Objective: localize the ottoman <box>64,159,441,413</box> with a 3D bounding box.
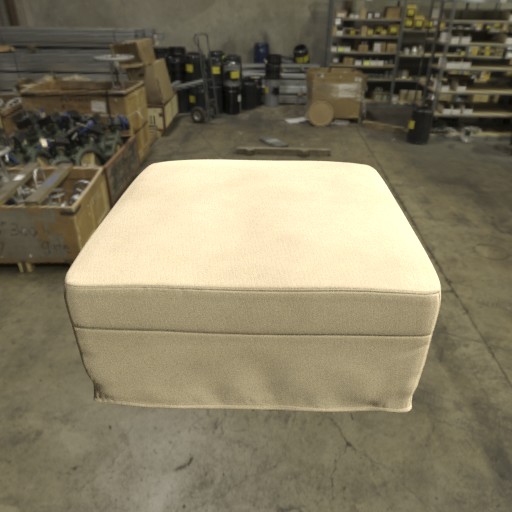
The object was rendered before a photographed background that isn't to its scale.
[{"bbox_3d":[0.000,0.000,1.367,0.842,0.441,0.843,1,30,2],"label":"ottoman"}]
